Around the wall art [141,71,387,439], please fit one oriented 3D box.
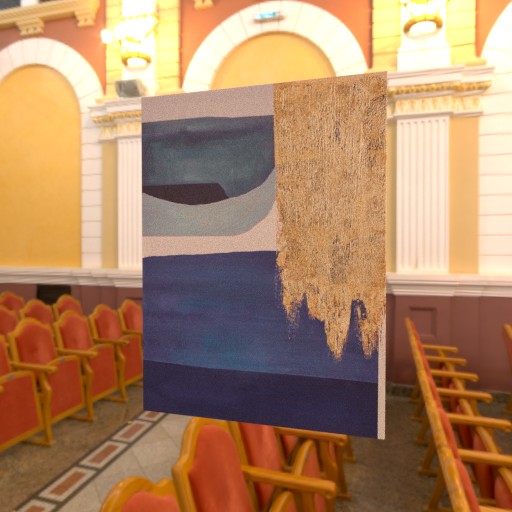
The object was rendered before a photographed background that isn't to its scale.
[{"bbox_3d":[0.000,0.000,0.815,0.458,0.613,0.026,0,1,16],"label":"wall art"}]
